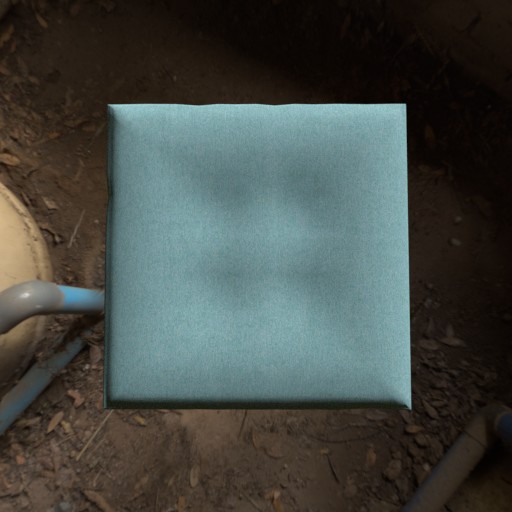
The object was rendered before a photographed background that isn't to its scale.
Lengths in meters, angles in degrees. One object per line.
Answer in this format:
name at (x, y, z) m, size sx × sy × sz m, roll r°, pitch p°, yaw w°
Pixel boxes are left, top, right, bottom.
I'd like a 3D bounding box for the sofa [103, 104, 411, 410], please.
sofa at (0.000, 0.000, 1.436) m, size 0.930 × 0.330 × 0.930 m, roll 0°, pitch 87°, yaw 0°
